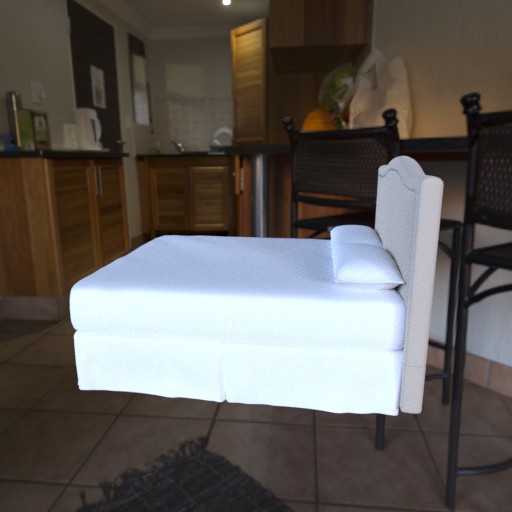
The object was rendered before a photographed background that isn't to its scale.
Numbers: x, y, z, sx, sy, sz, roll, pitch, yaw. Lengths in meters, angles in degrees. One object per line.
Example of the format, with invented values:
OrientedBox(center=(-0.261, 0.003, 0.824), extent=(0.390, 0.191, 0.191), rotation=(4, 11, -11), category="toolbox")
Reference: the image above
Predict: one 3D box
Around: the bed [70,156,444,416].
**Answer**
OrientedBox(center=(0.000, 0.000, 3.162), extent=(2.052, 1.398, 1.678), rotation=(2, 14, 8), category="bed")
